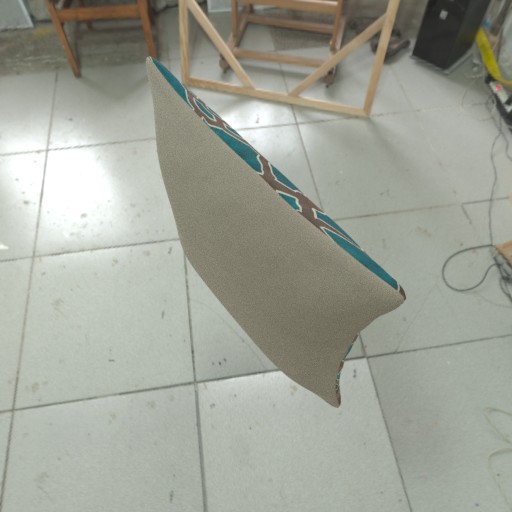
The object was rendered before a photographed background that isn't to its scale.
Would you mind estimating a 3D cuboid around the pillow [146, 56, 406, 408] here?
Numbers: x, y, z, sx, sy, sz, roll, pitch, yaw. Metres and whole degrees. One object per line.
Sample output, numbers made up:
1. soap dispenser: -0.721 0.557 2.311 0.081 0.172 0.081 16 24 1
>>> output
1. pillow: 0.000 0.000 0.786 0.166 0.507 0.526 -34 64 -19
